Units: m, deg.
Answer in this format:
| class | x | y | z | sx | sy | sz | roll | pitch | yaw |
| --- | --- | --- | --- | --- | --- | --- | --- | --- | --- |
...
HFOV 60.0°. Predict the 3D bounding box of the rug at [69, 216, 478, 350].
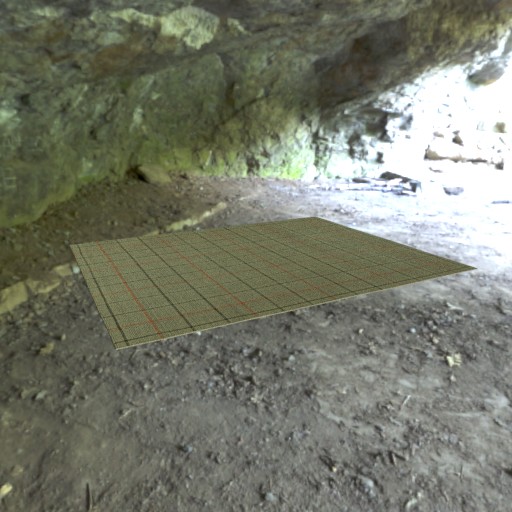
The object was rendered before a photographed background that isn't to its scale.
| class | x | y | z | sx | sy | sz | roll | pitch | yaw |
| --- | --- | --- | --- | --- | --- | --- | --- | --- | --- |
| rug | 0.000 | 0.000 | 4.183 | 3.048 | 0.012 | 2.444 | -9 | 19 | -26 |
